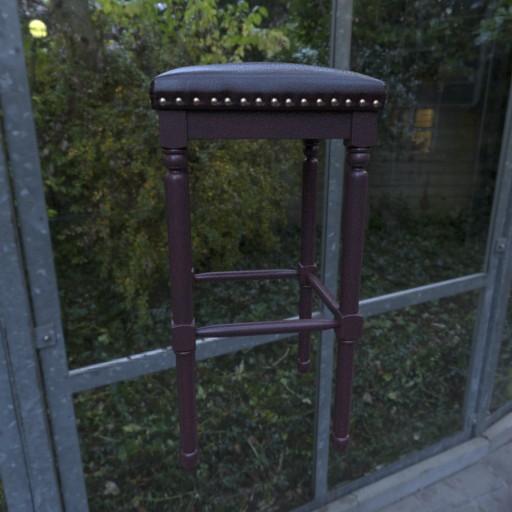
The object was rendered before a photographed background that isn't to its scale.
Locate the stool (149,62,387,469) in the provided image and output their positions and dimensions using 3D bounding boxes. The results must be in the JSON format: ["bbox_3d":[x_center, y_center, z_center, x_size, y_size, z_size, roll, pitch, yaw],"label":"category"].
[{"bbox_3d":[0.000,0.000,0.961,0.382,0.768,0.383,-2,16,-8],"label":"stool"}]
